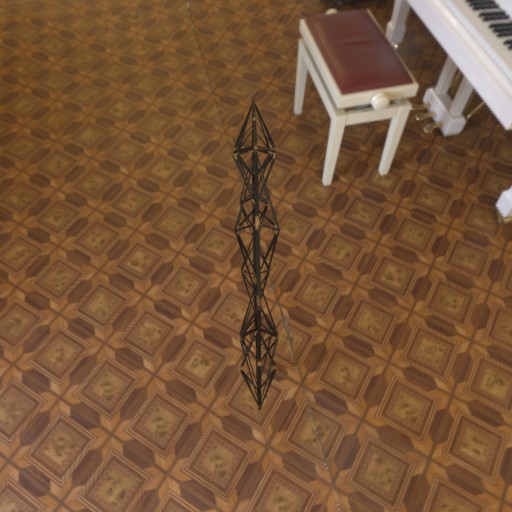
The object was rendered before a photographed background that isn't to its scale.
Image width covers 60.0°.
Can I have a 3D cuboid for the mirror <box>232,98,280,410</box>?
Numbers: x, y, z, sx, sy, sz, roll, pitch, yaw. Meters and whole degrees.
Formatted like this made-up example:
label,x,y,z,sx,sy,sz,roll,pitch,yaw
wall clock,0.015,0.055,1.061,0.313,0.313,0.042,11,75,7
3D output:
label,x,y,z,sx,sy,sz,roll,pitch,yaw
mirror,0.000,0.000,1.054,0.094,0.710,0.710,-1,58,-1
